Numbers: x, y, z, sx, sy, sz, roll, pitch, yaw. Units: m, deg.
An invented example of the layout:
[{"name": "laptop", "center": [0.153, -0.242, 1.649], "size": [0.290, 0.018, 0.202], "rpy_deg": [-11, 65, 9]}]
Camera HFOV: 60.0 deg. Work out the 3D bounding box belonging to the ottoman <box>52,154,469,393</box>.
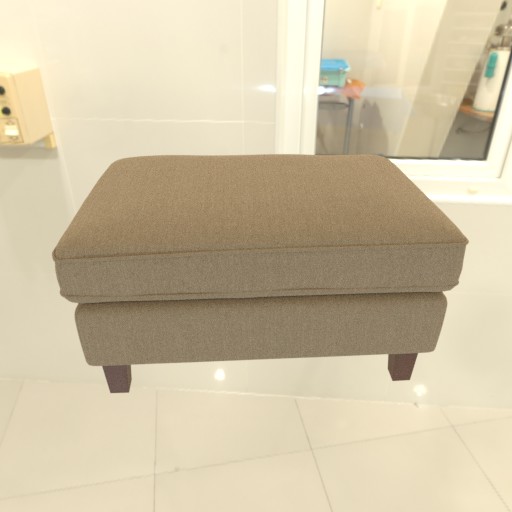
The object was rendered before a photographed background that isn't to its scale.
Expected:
[{"name": "ottoman", "center": [0.000, 0.000, 1.314], "size": [0.945, 0.521, 0.636], "rpy_deg": [-2, 30, -3]}]
